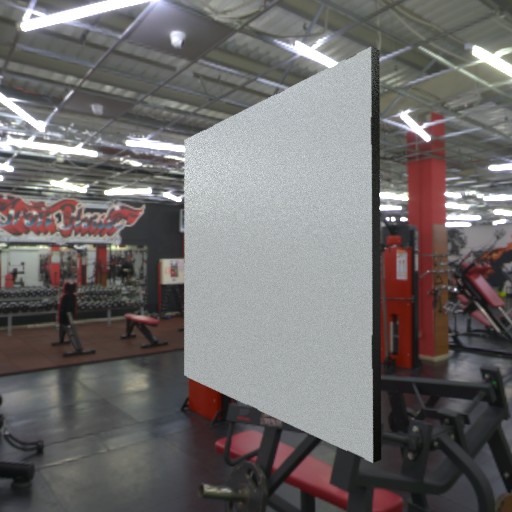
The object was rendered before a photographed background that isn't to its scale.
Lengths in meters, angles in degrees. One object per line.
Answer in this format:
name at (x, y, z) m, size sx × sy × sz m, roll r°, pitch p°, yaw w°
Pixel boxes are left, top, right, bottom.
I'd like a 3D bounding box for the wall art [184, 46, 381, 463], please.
wall art at (0.000, 0.000, 0.658) m, size 0.014 × 0.445 × 0.446 m, roll 1°, pitch -1°, yaw -35°
